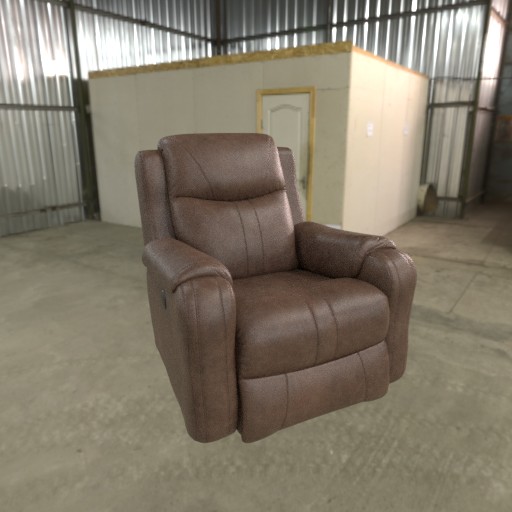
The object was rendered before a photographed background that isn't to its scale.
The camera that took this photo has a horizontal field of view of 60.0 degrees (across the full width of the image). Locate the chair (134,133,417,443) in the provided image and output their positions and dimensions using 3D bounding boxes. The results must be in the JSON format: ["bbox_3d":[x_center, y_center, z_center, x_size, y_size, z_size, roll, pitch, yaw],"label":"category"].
[{"bbox_3d":[0.000,0.000,1.875,0.940,0.990,1.067,-8,18,-26],"label":"chair"}]
